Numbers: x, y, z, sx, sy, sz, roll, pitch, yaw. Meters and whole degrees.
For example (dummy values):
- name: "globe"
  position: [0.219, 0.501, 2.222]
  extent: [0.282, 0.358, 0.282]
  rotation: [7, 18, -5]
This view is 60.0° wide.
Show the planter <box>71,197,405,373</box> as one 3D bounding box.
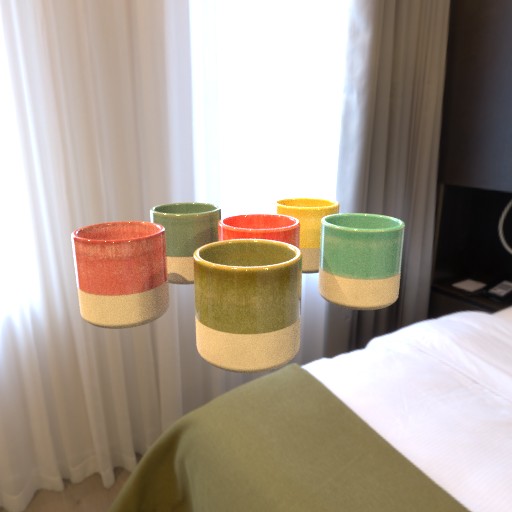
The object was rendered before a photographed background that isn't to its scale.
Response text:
- name: "planter"
  position: [0.000, 0.000, 0.429]
  extent: [0.257, 0.075, 0.286]
  rotation: [9, 19, 29]
